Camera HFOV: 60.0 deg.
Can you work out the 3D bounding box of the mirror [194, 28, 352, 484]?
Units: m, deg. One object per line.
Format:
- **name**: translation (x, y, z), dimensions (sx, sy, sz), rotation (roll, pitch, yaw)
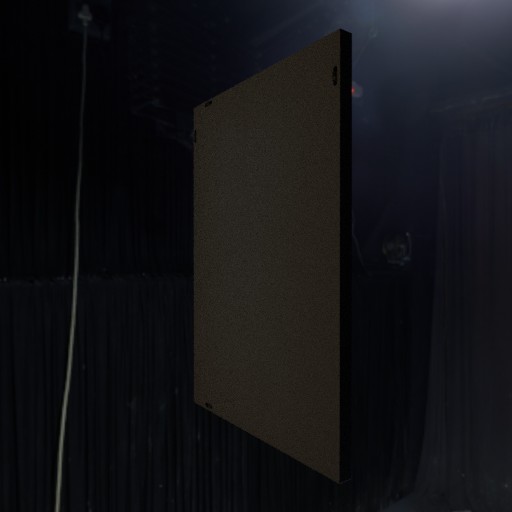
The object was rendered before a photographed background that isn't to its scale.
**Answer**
- **mirror**: translation (0.000, 0.000, 1.144), dimensions (0.040, 0.915, 0.609), rotation (0, 1, -36)
